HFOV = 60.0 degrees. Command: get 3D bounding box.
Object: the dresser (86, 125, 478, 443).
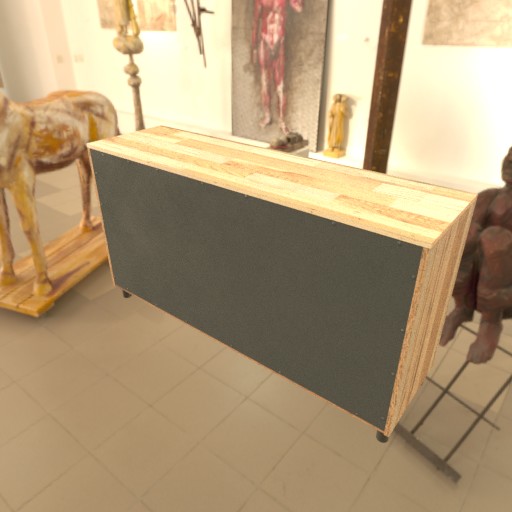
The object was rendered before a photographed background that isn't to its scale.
[{"bbox_3d":[0.000,0.000,1.941,1.547,0.834,0.487,21,36,32],"label":"dresser"}]
